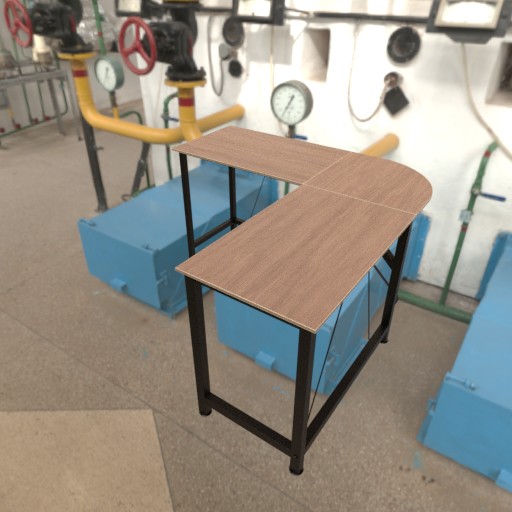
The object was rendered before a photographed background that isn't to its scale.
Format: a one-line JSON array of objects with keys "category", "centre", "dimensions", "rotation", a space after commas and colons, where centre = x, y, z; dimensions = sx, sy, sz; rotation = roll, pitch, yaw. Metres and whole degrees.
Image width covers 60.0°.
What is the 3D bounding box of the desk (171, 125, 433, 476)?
[{"category": "desk", "centre": [0.000, 0.000, 2.268], "dimensions": [1.400, 0.762, 1.400], "rotation": [21, 38, 29]}]
